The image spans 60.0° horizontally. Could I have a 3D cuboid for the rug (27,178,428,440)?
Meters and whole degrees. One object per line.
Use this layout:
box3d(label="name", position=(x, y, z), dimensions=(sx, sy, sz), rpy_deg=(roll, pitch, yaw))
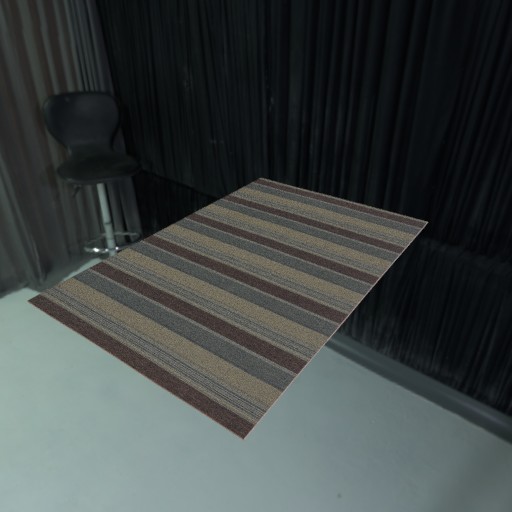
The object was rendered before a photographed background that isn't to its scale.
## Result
box3d(label="rug", position=(0.000, 0.000, 2.314), dimensions=(1.219, 0.008, 1.829), rpy_deg=(21, 37, 30))
